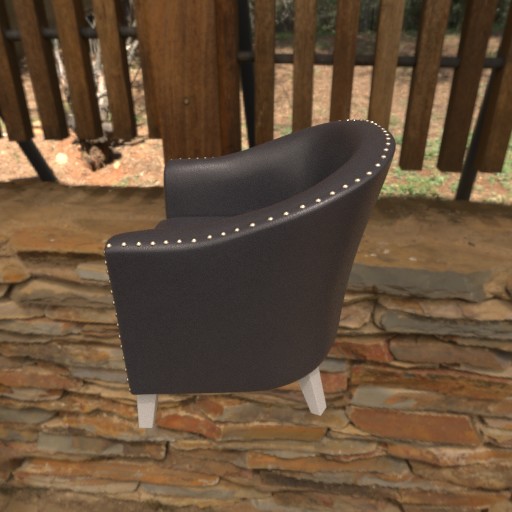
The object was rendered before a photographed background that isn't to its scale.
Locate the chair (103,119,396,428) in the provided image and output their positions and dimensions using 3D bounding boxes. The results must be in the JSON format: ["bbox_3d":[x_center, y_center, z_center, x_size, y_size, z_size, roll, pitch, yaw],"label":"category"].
[{"bbox_3d":[0.000,0.000,1.438,0.748,0.823,0.794,0,26,1],"label":"chair"}]
